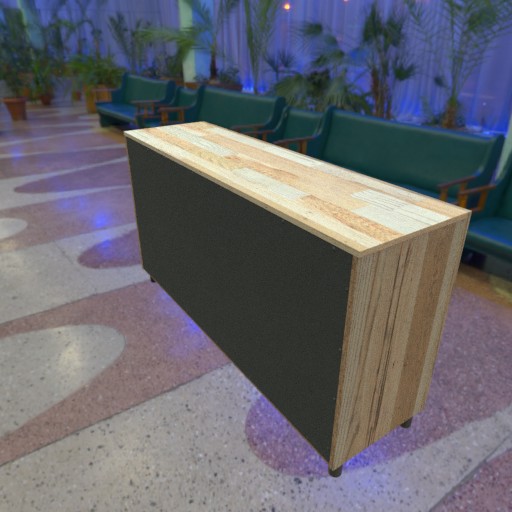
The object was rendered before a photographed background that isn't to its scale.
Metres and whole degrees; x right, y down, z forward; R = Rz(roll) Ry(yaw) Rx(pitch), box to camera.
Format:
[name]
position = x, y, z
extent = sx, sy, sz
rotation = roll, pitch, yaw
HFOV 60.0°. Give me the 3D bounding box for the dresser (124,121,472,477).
[dresser]
position = 0.000, 0.000, 1.889
extent = 0.487, 0.834, 1.547
rotation = -18, 32, -30
